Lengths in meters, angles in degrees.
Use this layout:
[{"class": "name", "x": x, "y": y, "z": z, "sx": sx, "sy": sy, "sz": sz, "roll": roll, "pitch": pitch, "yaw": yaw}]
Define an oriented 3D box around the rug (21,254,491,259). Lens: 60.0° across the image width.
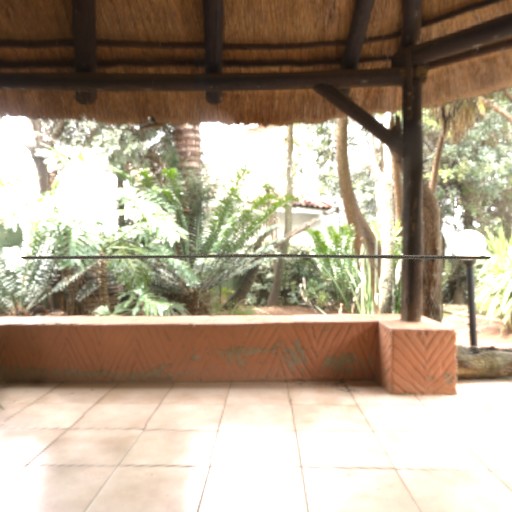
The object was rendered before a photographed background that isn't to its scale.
[{"class": "rug", "x": 0.000, "y": 0.000, "z": 2.969, "sx": 2.306, "sy": 0.030, "sz": 1.613, "roll": 0, "pitch": 0, "yaw": 1}]
